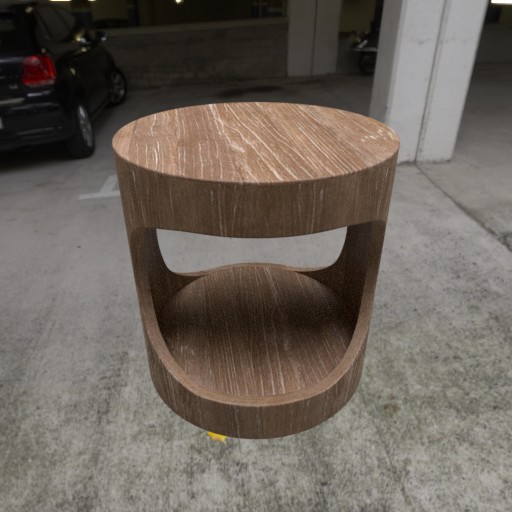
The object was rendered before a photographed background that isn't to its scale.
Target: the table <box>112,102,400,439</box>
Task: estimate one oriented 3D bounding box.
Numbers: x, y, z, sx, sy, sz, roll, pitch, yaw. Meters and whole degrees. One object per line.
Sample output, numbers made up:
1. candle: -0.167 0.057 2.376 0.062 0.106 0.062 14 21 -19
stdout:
1. table: 0.000 0.000 0.981 0.527 0.551 0.527 0 31 0
